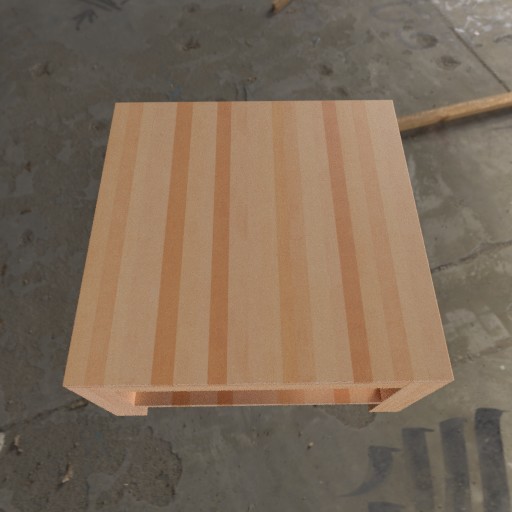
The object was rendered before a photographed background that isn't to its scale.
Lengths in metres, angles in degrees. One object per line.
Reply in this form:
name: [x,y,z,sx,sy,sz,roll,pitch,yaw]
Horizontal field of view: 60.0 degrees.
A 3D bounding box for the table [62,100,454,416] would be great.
table: [0.000,0.000,1.426,0.900,0.450,0.900,-1,62,0]
